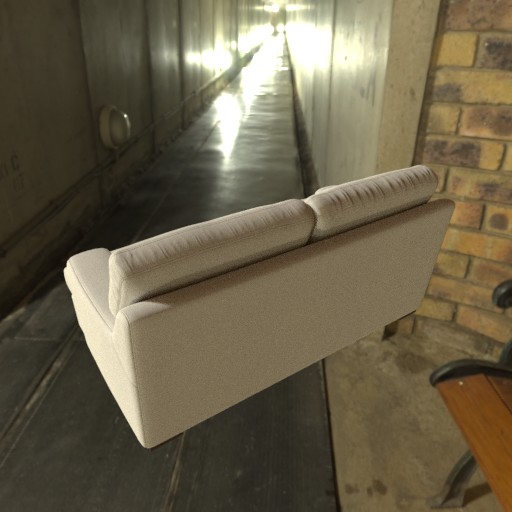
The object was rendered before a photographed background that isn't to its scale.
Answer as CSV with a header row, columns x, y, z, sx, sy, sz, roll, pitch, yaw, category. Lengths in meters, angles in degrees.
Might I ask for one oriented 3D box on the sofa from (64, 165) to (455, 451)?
x,y,z,sx,sy,sz,roll,pitch,yaw,category
0.000,0.000,2.441,1.880,0.940,1.143,-19,34,-30,sofa
